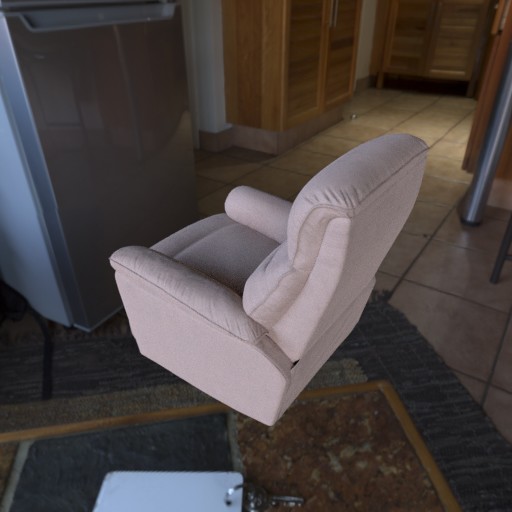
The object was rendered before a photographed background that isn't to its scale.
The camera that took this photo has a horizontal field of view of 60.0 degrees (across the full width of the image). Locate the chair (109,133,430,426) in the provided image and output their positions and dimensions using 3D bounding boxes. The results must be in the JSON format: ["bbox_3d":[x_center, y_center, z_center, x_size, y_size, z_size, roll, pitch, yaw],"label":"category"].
[{"bbox_3d":[0.000,0.000,1.747,1.004,1.037,0.820,22,39,30],"label":"chair"}]
